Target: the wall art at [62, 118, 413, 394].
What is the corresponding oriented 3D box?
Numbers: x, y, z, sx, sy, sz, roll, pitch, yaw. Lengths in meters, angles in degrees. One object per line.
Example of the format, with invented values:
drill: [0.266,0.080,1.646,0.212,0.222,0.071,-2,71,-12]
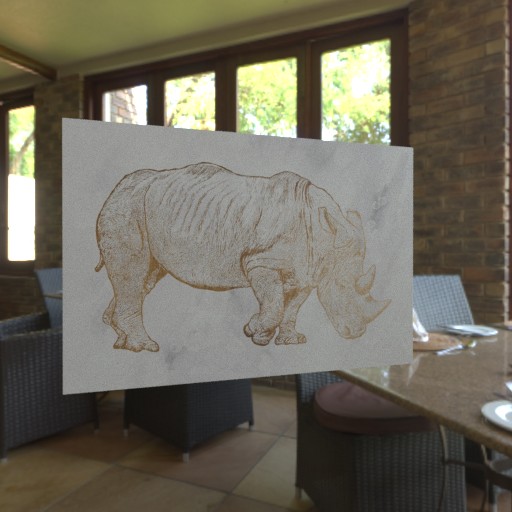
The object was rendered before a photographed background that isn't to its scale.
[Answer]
wall art: [0.000,0.000,0.762,0.609,0.407,0.038,0,0,-18]
